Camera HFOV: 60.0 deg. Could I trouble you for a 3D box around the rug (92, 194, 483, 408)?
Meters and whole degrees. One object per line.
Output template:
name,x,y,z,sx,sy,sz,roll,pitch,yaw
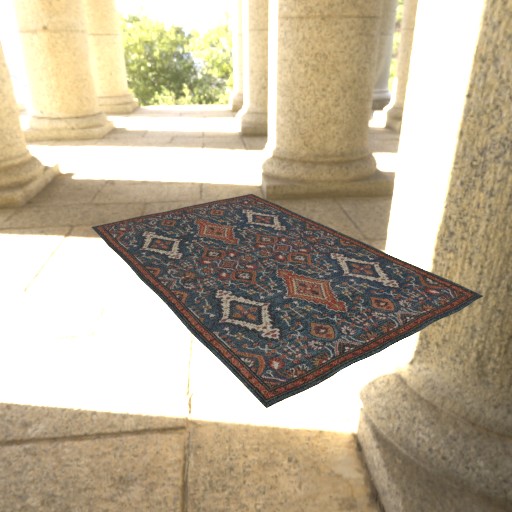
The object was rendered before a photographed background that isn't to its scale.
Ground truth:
rug,0.000,0.000,4.267,2.190,0.008,3.371,-16,30,-31
